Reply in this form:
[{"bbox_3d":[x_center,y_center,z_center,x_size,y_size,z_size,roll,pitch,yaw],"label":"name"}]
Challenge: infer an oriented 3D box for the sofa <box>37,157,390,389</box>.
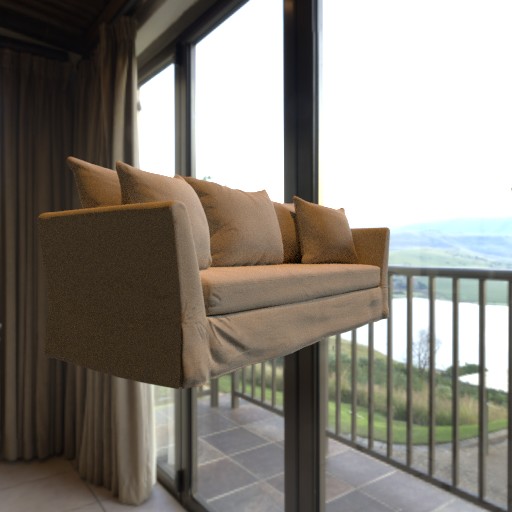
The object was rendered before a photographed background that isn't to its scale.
[{"bbox_3d":[0.000,0.000,2.995,1.046,1.047,2.499,0,1,36],"label":"sofa"}]
